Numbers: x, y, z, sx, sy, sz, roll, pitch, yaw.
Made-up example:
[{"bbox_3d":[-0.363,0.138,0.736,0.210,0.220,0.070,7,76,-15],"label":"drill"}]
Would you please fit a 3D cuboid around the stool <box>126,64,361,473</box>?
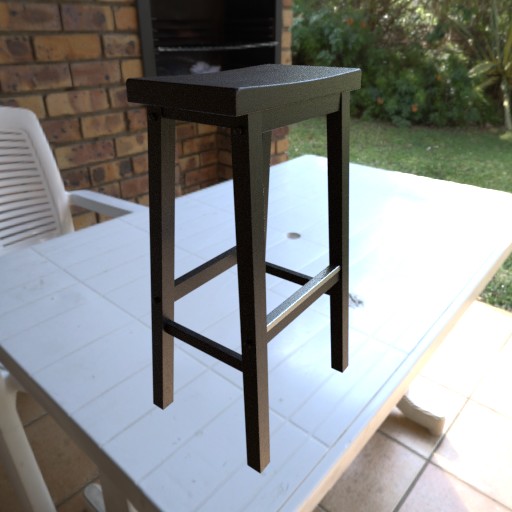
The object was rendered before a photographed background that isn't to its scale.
[{"bbox_3d":[0.000,0.000,0.969,0.322,0.742,0.406,19,33,32],"label":"stool"}]
